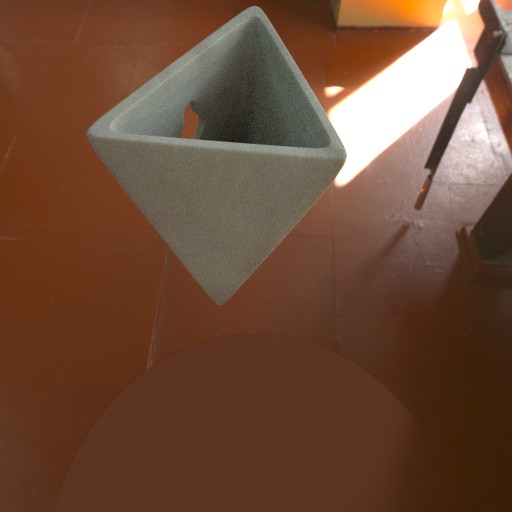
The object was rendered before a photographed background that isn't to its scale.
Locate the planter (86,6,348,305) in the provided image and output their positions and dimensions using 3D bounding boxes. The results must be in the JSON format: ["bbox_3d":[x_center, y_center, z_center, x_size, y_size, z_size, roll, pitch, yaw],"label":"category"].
[{"bbox_3d":[0.000,0.000,0.260,0.081,0.224,0.101,32,64,18],"label":"planter"}]
